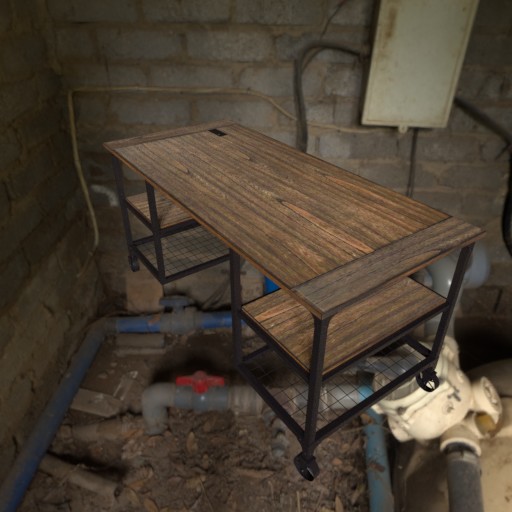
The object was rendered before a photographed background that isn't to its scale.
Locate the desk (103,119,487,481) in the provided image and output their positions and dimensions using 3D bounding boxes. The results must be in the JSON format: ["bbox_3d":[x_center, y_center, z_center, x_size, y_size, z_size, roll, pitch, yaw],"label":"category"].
[{"bbox_3d":[0.000,0.000,1.983,0.711,0.751,1.590,-21,38,-29],"label":"desk"}]
